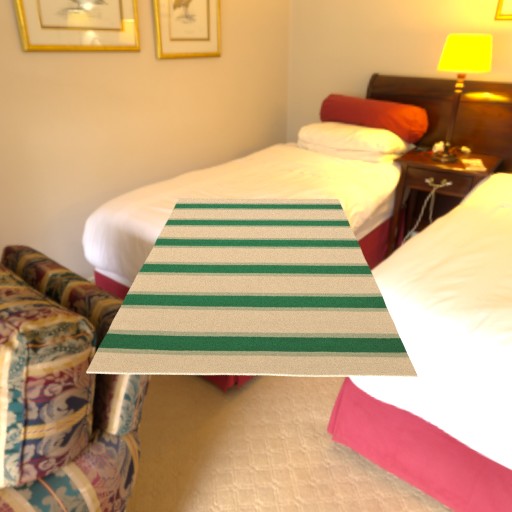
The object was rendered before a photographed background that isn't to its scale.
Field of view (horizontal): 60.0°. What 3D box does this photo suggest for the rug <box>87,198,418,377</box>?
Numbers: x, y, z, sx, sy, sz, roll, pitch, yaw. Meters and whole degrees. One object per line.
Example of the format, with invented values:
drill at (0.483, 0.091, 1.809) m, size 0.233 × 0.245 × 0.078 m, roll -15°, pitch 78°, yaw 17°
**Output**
rug at (0.000, 0.000, 3.109) m, size 1.521 × 0.015 × 2.436 m, roll 0°, pitch 26°, yaw 1°
